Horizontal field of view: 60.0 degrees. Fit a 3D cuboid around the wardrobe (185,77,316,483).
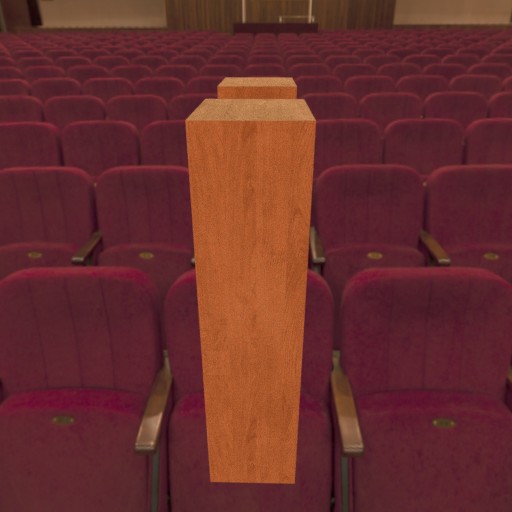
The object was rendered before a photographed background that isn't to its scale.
[{"bbox_3d":[0.000,0.000,2.865,0.480,2.000,1.770,1,27,1],"label":"wardrobe"}]
